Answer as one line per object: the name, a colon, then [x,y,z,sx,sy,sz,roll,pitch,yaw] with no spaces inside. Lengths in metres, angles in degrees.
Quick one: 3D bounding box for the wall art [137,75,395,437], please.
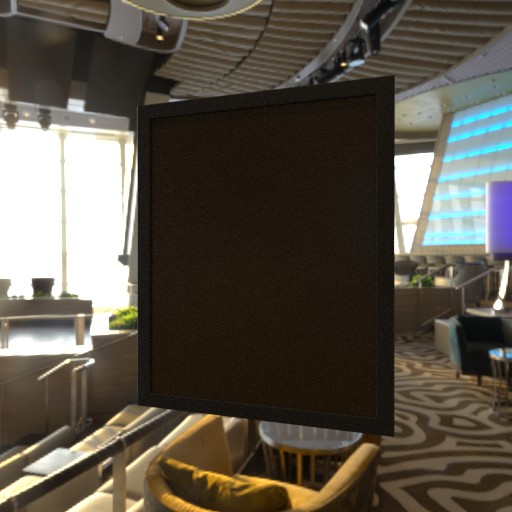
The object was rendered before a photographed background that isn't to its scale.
wall art: [0.000,0.000,0.765,0.457,0.558,0.028,0,0,18]
